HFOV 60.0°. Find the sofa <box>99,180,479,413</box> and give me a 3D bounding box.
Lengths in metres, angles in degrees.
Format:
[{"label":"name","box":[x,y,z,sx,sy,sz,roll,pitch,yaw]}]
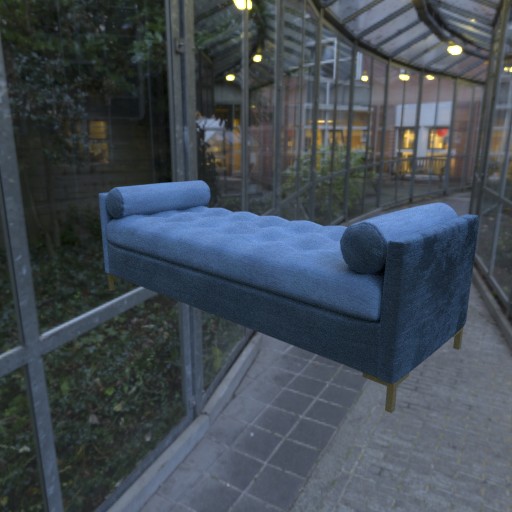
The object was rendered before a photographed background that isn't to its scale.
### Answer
[{"label":"sofa","box":[0.000,0.000,2.502,2.102,0.705,0.796,13,20,41]}]
